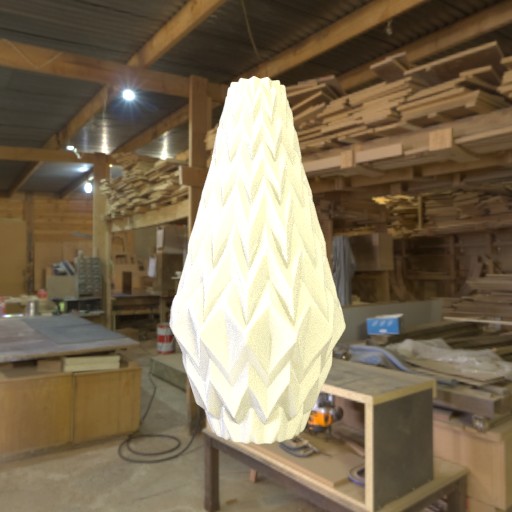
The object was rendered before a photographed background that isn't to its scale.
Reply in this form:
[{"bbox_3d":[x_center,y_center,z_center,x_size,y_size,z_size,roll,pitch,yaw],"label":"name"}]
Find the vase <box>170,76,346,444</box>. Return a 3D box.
[{"bbox_3d":[0.000,0.000,0.430,0.167,0.328,0.167,0,-1,0],"label":"vase"}]
